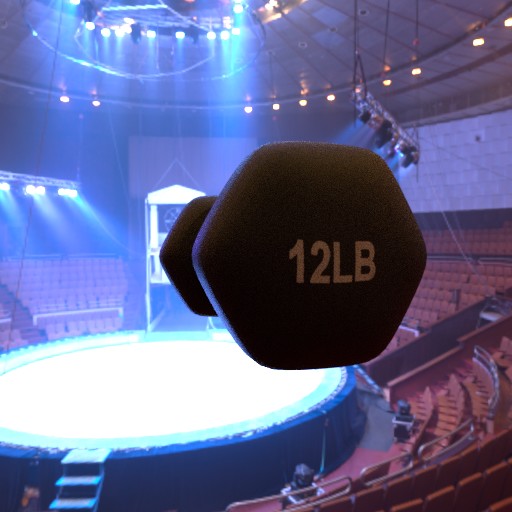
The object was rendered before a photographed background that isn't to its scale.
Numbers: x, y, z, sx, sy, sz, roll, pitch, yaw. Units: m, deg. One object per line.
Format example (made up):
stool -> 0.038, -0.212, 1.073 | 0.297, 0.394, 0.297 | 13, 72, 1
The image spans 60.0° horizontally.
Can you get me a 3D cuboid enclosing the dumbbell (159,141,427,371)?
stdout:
dumbbell -> 0.000, 0.000, 0.292 | 0.112, 0.101, 0.231 | 0, 0, -16
